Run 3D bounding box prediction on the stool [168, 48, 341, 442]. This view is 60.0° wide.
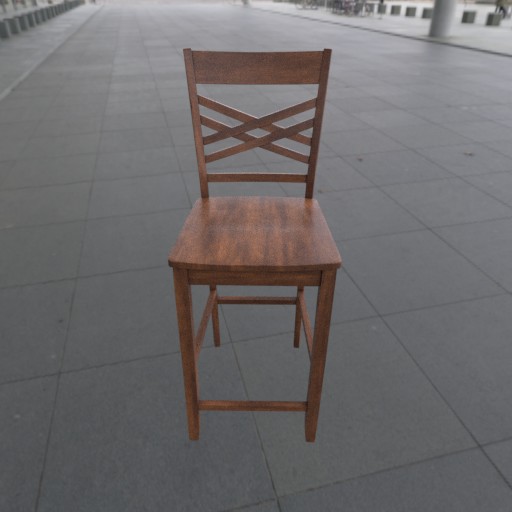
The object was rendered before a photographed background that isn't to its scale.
[{"bbox_3d":[0.000,0.000,1.344,0.426,1.098,0.504,1,31,1],"label":"stool"}]
